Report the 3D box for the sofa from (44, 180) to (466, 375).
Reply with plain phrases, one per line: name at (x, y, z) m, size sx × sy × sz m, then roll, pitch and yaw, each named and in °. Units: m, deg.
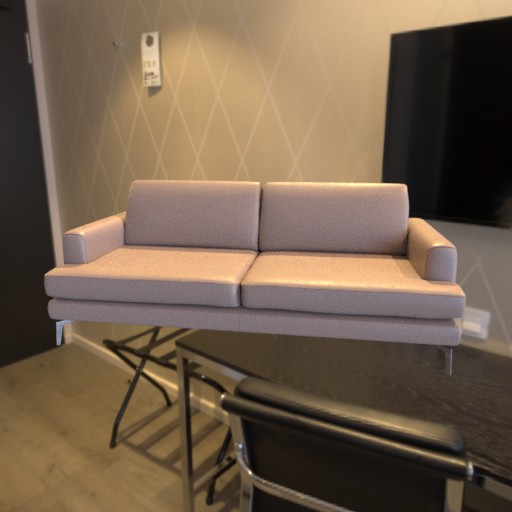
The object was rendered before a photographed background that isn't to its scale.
sofa at (0.000, 0.000, 2.434) m, size 1.940 × 0.765 × 0.974 m, roll 2°, pitch 15°, yaw 9°
